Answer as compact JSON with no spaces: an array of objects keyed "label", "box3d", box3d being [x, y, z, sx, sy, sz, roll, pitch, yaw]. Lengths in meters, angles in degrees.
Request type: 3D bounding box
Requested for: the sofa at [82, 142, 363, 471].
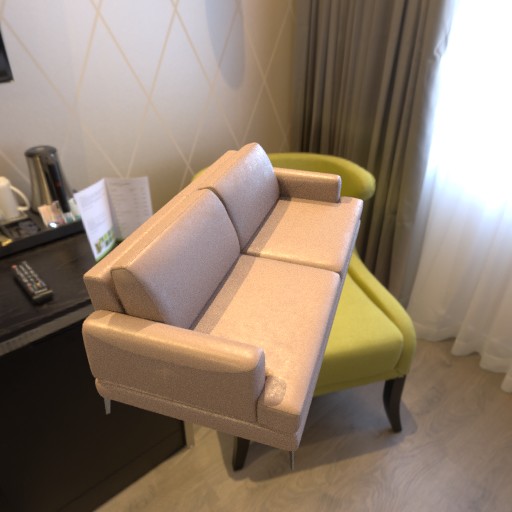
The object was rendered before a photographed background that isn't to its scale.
[{"label":"sofa","box3d":[0.000,0.000,2.480,0.974,0.765,1.940,10,33,15]}]
